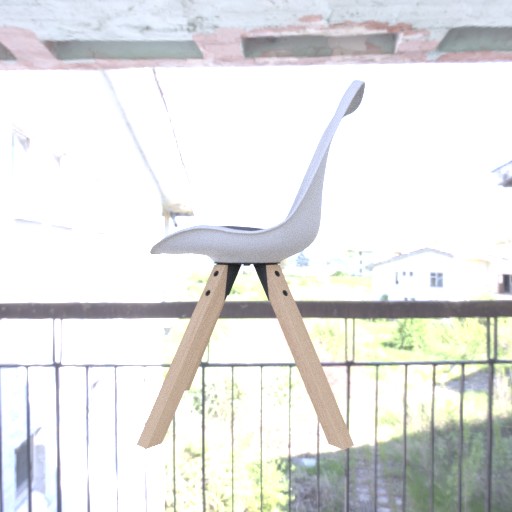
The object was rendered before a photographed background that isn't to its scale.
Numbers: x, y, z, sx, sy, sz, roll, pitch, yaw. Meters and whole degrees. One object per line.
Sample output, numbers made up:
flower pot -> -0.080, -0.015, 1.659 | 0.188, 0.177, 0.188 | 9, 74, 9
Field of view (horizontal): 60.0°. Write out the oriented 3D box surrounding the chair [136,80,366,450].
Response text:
chair -> 0.000, 0.000, 1.190 | 0.550, 0.850, 0.485 | 0, 0, 0
